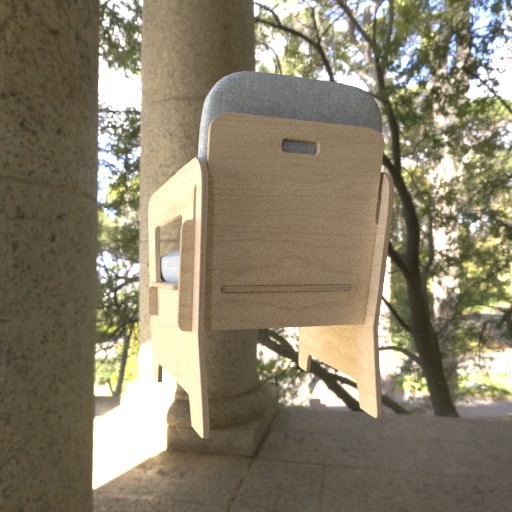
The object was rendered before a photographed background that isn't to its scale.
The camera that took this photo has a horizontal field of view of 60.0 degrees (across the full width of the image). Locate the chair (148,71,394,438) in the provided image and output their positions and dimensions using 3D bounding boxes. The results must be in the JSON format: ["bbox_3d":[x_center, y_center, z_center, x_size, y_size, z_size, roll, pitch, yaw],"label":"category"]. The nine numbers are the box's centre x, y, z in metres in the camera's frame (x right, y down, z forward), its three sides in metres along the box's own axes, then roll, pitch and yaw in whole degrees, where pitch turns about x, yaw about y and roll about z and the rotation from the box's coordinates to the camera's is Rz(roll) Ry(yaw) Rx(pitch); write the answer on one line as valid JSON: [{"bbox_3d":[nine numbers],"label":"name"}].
[{"bbox_3d":[0.000,0.000,1.306,0.590,0.800,0.710,1,-2,-18],"label":"chair"}]
